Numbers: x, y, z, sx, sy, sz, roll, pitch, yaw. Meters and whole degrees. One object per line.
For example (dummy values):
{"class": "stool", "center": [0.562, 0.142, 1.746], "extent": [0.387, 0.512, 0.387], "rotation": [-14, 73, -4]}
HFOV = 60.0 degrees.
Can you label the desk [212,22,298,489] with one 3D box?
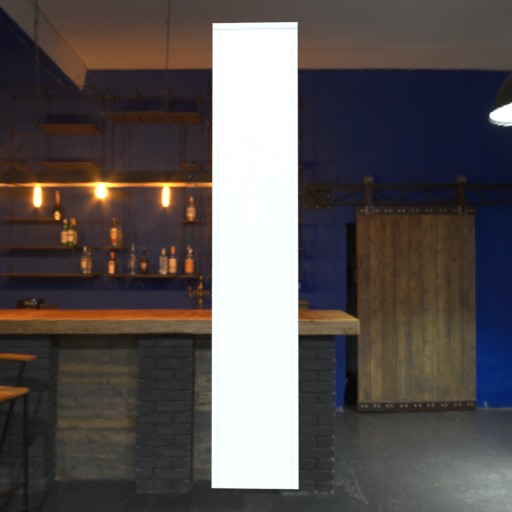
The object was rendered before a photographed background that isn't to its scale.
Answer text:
{"class": "desk", "center": [0.000, 0.000, 1.593], "extent": [0.250, 1.280, 0.750], "rotation": [0, -1, 1]}
